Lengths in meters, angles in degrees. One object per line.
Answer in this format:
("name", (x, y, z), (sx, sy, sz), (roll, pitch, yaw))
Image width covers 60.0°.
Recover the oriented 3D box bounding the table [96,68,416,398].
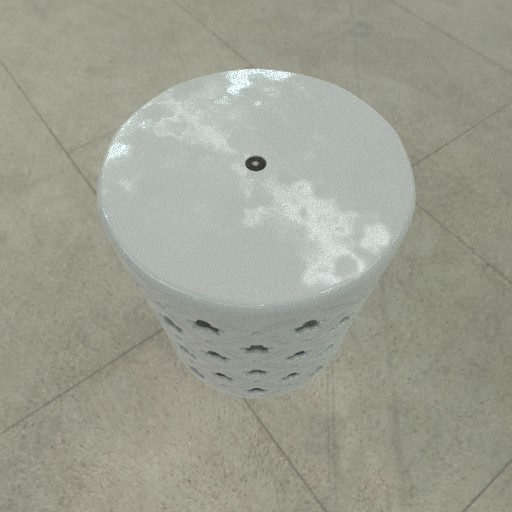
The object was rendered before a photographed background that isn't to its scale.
("table", (0.000, 0.000, 0.649), (0.352, 0.387, 0.352), (0, 58, 0))
